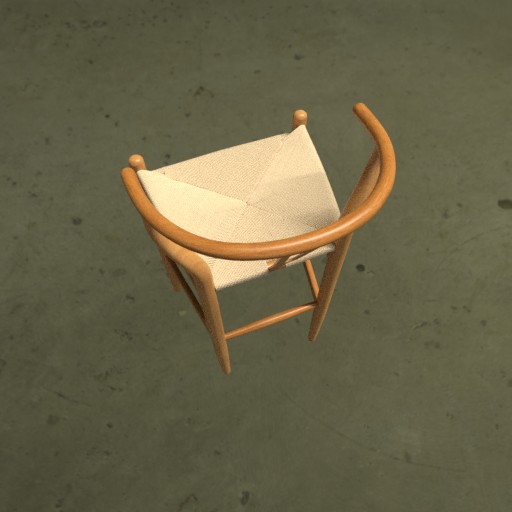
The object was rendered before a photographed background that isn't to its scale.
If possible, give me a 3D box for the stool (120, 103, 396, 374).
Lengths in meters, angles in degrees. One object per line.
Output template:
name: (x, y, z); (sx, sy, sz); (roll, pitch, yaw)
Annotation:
stool: (0.000, 0.000, 1.313); (0.569, 0.970, 0.579); (-18, 60, -11)
